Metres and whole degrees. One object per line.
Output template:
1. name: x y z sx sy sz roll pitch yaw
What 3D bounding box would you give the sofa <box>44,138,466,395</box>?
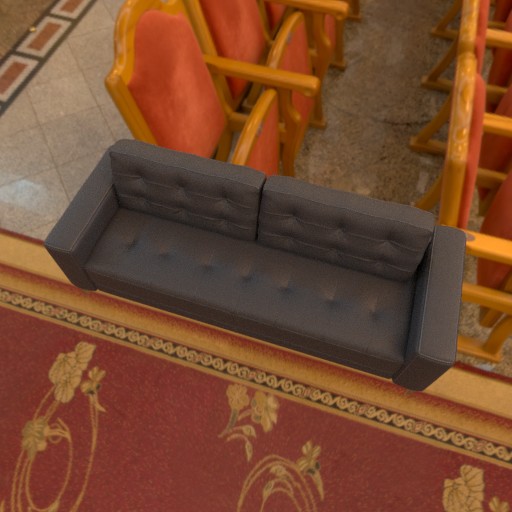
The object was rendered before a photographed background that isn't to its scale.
1. sofa: 0.000 0.000 2.637 2.275 0.893 0.833 15 60 9
